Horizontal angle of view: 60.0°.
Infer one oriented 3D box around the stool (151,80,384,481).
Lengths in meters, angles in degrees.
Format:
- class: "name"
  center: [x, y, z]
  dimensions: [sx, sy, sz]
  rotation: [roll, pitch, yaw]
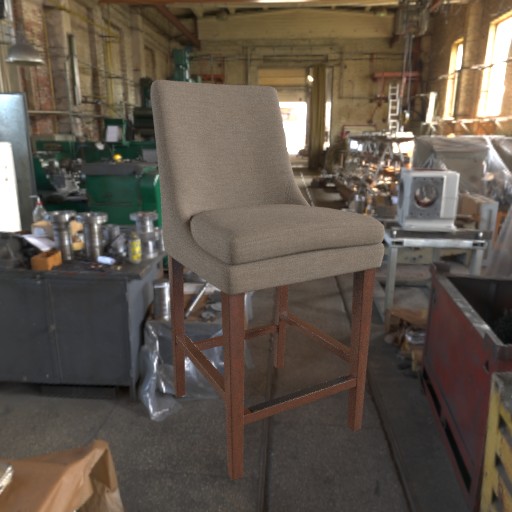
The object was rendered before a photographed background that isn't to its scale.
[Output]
- class: "stool"
  center: [0.000, 0.000, 1.284]
  dimensions: [0.470, 0.981, 0.577]
  rotation: [-8, 17, -28]
